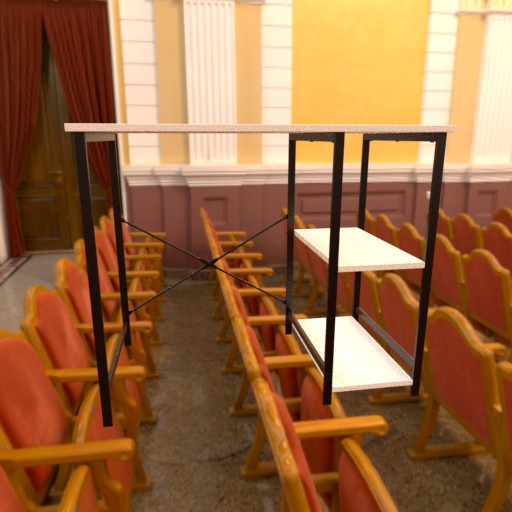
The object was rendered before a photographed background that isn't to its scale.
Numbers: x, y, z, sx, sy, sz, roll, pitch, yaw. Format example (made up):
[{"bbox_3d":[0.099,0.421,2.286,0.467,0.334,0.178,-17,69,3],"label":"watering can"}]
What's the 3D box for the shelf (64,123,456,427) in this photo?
[{"bbox_3d":[0.000,0.000,1.339,0.902,0.750,0.498,-2,15,-9],"label":"shelf"}]
